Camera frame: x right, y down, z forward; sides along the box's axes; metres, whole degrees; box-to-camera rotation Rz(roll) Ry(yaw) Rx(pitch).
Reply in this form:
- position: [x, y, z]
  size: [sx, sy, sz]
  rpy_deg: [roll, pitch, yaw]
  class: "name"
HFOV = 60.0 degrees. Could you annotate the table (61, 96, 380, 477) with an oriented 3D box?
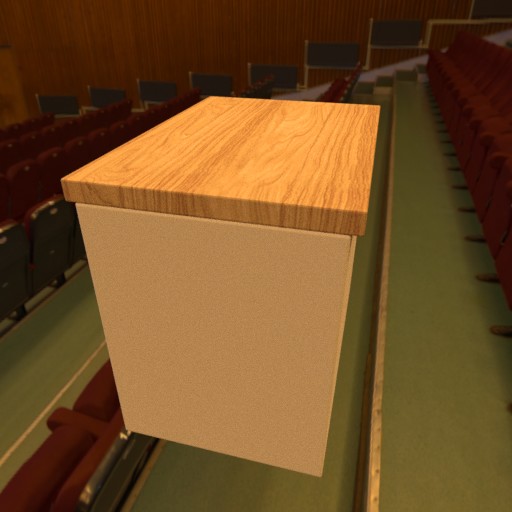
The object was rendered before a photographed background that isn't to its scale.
- position: [0.000, 0.000, 0.793]
  size: [0.360, 0.440, 0.500]
  rpy_deg: [8, 31, 13]
  class: "table"
